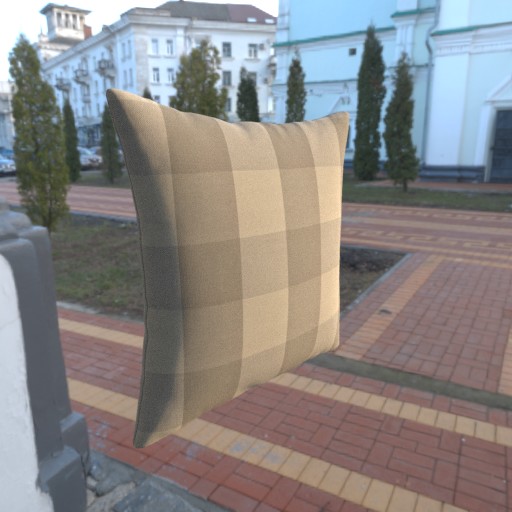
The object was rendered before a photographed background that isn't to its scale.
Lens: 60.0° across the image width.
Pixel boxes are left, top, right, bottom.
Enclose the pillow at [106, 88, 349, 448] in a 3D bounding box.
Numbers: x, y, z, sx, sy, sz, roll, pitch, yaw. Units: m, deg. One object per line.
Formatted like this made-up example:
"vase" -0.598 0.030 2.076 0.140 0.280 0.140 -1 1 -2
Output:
"pillow" 0.000 0.000 0.773 0.511 0.509 0.161 -13 19 -43
